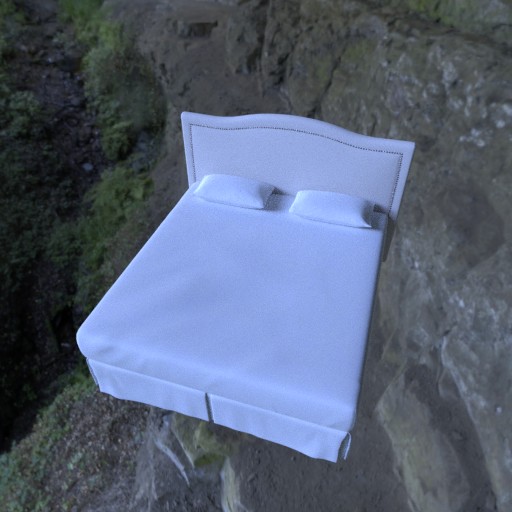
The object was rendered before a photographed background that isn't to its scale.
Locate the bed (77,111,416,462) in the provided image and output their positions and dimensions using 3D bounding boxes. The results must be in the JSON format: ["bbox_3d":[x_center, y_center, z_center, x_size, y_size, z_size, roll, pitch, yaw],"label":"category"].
[{"bbox_3d":[0.000,0.000,3.477,2.083,1.421,2.182,12,42,13],"label":"bed"}]
